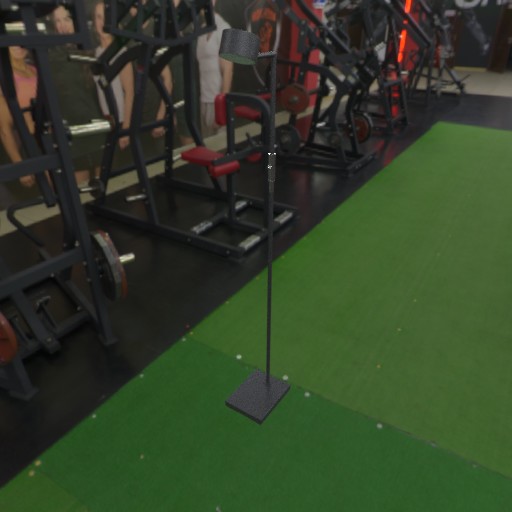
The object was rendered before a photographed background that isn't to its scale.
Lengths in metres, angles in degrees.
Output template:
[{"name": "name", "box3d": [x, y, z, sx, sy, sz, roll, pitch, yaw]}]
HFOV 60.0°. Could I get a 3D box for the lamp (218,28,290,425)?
[{"name": "lamp", "box3d": [0.000, 0.000, 1.743, 0.203, 1.600, 0.304, 18, 34, 29]}]
